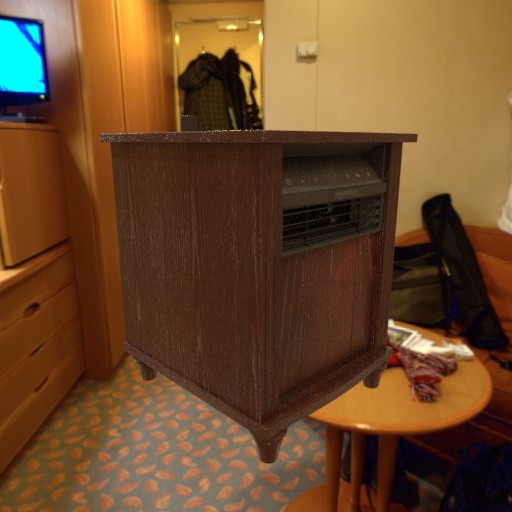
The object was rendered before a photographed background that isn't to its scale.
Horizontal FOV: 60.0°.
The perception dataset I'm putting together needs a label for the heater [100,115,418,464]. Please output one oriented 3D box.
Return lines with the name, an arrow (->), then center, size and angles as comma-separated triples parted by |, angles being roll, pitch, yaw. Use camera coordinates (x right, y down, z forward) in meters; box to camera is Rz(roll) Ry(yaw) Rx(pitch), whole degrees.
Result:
heater -> 0.000, 0.000, 0.773 | 0.362, 0.481, 0.400 | -14, 20, -43
